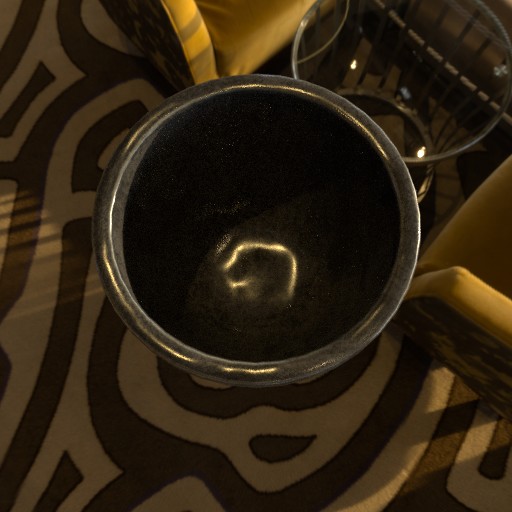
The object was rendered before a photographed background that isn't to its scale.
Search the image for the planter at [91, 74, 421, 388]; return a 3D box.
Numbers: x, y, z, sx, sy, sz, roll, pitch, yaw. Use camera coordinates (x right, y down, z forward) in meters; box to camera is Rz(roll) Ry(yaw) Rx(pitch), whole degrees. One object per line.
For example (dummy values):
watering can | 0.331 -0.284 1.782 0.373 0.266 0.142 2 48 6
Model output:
planter | 0.000 0.000 0.352 0.197 0.191 0.197 0 75 0
